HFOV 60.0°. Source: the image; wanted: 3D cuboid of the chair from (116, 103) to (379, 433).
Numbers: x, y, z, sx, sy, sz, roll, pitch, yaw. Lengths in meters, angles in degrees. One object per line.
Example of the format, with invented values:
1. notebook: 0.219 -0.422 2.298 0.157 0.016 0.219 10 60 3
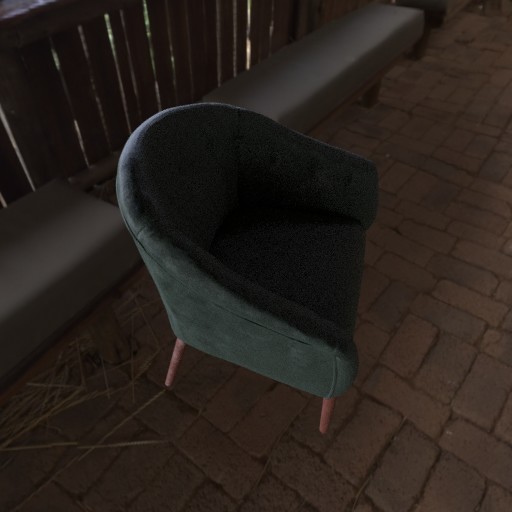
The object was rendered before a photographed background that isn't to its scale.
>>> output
1. chair: 0.000 0.000 1.535 0.776 0.885 0.851 11 47 10
